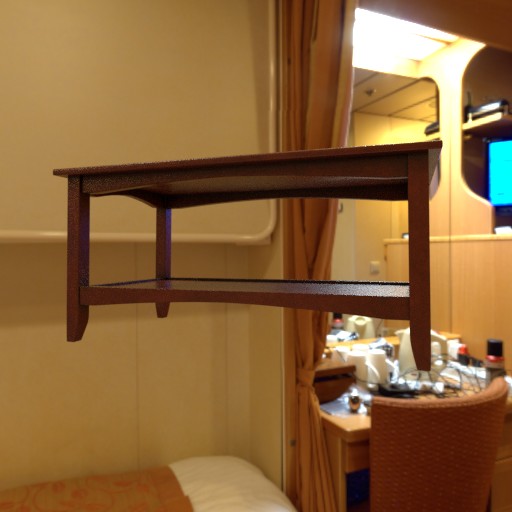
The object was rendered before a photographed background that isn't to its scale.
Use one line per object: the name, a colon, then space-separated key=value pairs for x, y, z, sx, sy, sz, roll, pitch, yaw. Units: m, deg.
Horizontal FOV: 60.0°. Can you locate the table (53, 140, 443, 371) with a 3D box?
table: x=0.000 y=0.000 z=1.259 sx=0.943 sy=0.456 sz=0.533 roll=0 pitch=1 yaw=19
